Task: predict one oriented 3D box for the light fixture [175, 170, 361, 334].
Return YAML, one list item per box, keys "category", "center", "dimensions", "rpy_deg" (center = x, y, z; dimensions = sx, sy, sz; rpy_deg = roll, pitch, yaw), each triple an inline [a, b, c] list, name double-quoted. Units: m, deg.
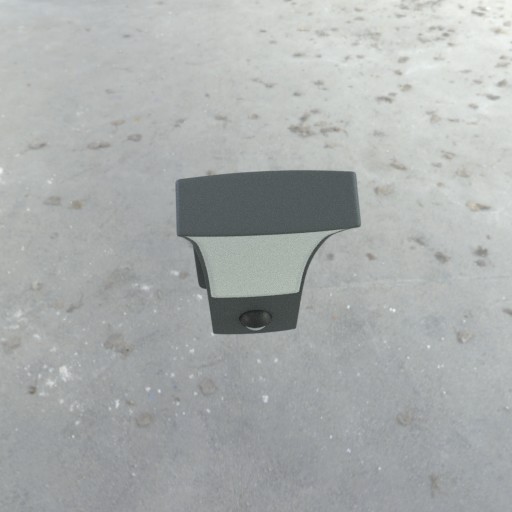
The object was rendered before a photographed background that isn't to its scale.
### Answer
- category: "light fixture"
  center: [0.000, 0.000, 0.329]
  dimensions: [0.108, 0.243, 0.174]
  rpy_deg: [-3, 46, -3]
